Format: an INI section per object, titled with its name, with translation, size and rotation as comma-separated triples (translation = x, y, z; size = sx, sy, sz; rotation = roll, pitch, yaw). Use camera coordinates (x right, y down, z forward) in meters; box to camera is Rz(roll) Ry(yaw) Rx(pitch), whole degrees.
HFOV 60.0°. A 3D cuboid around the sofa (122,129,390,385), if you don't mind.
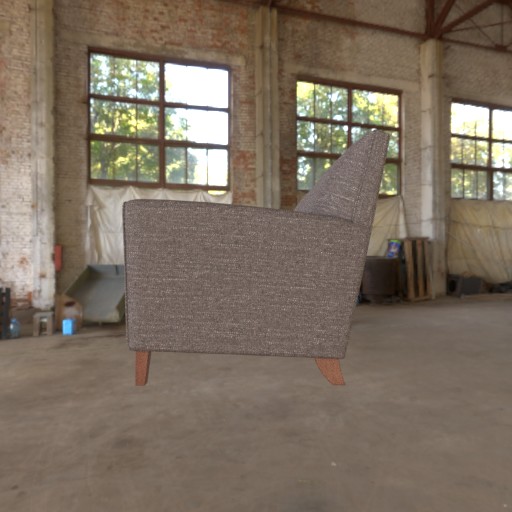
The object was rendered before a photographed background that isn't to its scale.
[sofa]
translation = 0.000, 0.000, 2.393
size = 0.875, 0.846, 1.976
rotation = 0, 1, 0
